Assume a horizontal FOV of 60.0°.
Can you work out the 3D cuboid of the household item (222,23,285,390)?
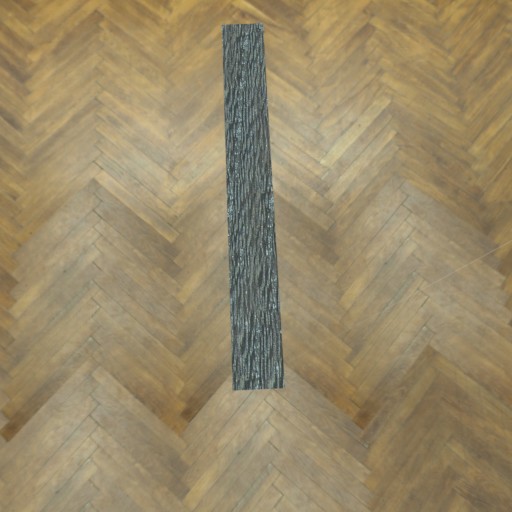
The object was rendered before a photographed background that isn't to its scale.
[{"bbox_3d":[0.000,0.000,0.237,0.020,0.180,0.133,-2,74,-1],"label":"household item"}]
